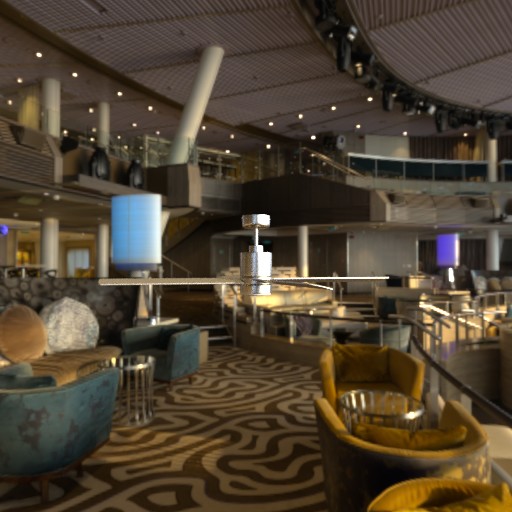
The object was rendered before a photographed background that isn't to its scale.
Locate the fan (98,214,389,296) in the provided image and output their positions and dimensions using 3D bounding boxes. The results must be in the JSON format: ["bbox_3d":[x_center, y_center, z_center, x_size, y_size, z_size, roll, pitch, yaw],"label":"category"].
[{"bbox_3d":[0.000,0.000,1.973,1.322,0.355,1.322,0,-2,-17],"label":"fan"}]
